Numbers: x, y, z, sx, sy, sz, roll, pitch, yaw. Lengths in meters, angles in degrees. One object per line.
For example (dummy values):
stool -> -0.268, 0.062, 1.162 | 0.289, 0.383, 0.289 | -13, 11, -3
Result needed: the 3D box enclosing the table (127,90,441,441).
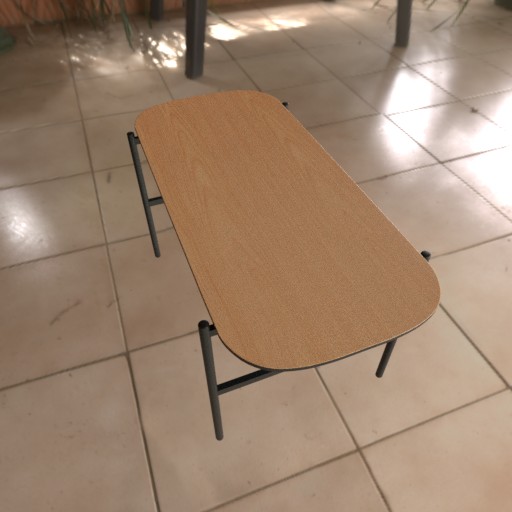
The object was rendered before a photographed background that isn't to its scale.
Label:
table -> 0.000, 0.000, 1.006 | 0.400, 0.400, 0.800 | -16, 48, -15
